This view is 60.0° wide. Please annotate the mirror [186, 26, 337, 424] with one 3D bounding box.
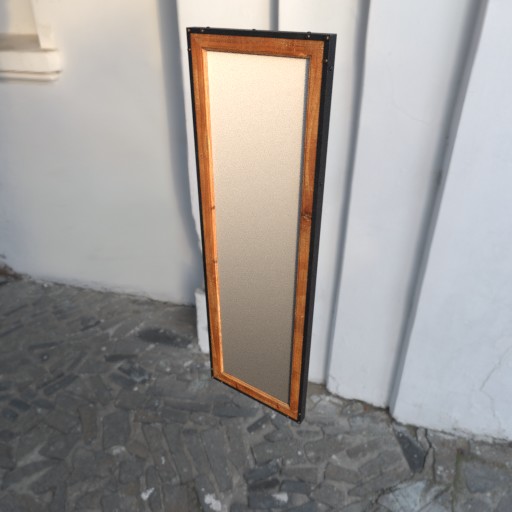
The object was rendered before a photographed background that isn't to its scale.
[{"bbox_3d":[0.000,0.000,1.181,0.354,1.080,0.042,19,36,28],"label":"mirror"}]
